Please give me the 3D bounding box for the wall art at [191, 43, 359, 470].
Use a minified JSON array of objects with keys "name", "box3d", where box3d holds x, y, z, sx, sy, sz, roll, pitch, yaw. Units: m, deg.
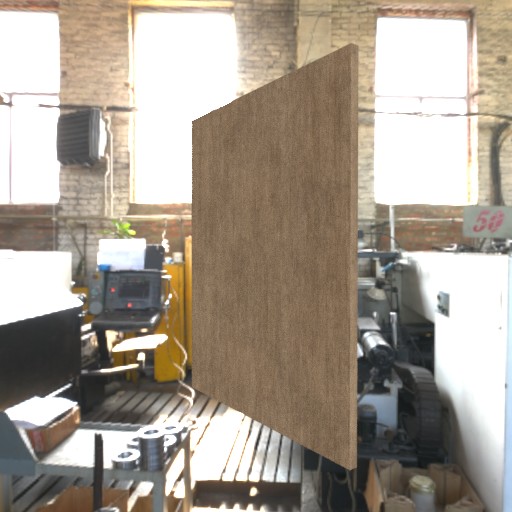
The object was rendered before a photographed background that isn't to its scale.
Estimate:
[{"name":"wall art","box3d":[0.000,0.000,0.931,0.018,0.686,0.534,-1,1,-37]}]
